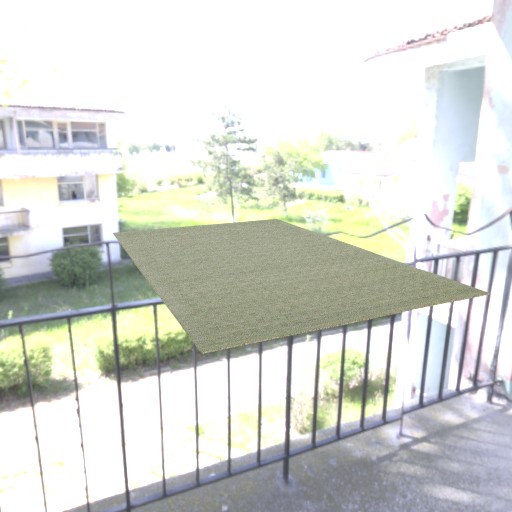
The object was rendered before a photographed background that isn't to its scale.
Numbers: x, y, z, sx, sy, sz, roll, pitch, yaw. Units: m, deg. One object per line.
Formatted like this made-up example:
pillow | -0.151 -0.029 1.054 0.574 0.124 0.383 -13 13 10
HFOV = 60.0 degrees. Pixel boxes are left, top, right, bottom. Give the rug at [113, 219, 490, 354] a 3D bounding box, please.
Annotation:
rug | 0.000 0.000 2.205 1.143 0.006 1.747 -7 16 -24
